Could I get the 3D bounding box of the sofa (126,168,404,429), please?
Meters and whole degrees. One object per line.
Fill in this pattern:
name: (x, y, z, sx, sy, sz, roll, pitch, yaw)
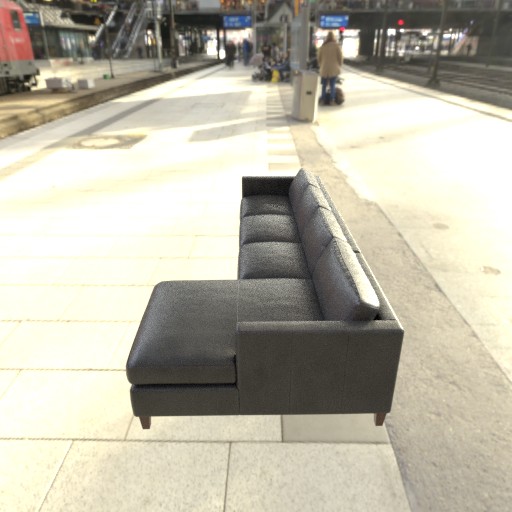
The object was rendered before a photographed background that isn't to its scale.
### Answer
sofa: (0.000, 0.000, 3.978, 1.581, 0.883, 3.203, 0, 25, -1)
